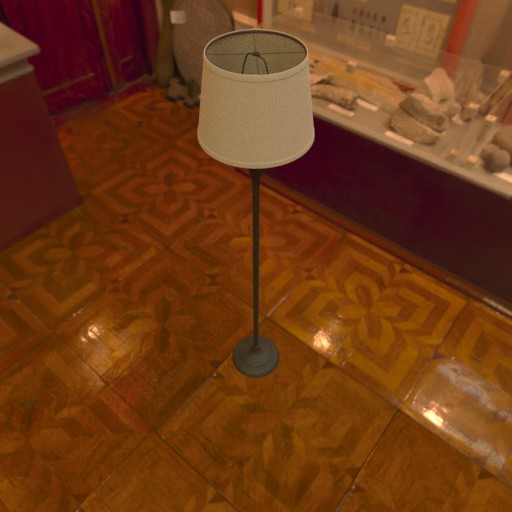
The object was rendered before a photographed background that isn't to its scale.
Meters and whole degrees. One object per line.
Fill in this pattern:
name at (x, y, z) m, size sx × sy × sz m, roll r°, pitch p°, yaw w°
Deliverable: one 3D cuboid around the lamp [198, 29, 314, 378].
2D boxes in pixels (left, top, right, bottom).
lamp at (0.000, 0.000, 1.639) m, size 0.327 × 1.506 × 0.327 m, roll 34°, pitch 57°, yaw 26°
